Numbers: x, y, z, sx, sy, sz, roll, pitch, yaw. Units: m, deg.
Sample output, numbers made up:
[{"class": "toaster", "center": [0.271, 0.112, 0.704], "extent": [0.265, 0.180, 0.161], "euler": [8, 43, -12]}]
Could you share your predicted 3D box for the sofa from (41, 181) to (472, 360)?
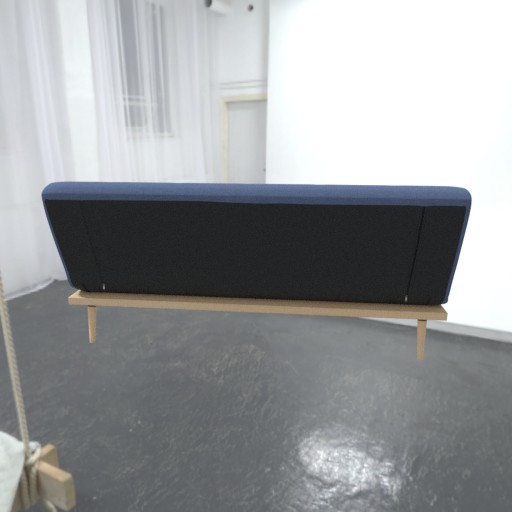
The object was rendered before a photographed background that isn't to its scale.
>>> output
[{"class": "sofa", "center": [0.000, 0.000, 2.262], "extent": [1.800, 0.800, 0.796], "euler": [2, 15, 6]}]
